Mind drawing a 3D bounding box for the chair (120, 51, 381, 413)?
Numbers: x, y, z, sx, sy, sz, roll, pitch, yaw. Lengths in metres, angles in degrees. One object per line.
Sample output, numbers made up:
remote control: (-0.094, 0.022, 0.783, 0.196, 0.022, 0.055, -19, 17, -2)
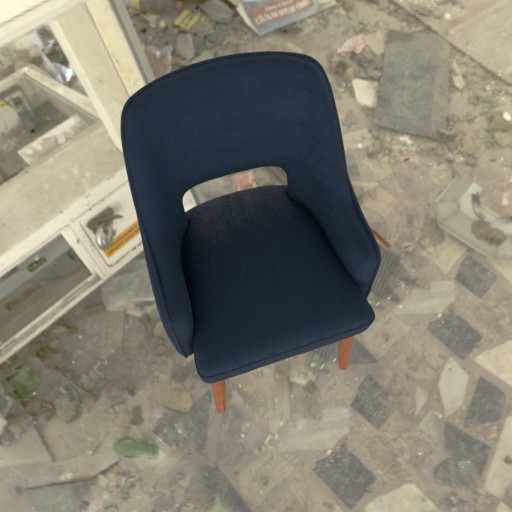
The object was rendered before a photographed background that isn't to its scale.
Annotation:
chair: (0.000, 0.000, 1.201, 0.559, 0.844, 0.591, -17, 64, -8)
